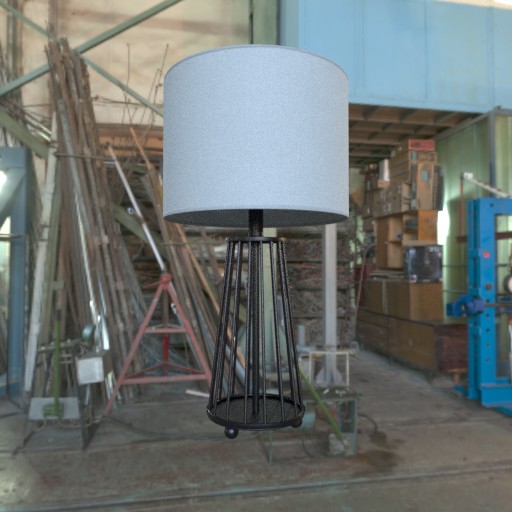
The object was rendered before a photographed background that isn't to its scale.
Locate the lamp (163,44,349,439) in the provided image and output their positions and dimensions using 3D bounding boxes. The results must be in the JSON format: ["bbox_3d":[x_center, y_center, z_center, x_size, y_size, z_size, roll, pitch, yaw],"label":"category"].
[{"bbox_3d":[0.000,0.000,0.781,0.322,0.593,0.322,-1,-1,35],"label":"lamp"}]
